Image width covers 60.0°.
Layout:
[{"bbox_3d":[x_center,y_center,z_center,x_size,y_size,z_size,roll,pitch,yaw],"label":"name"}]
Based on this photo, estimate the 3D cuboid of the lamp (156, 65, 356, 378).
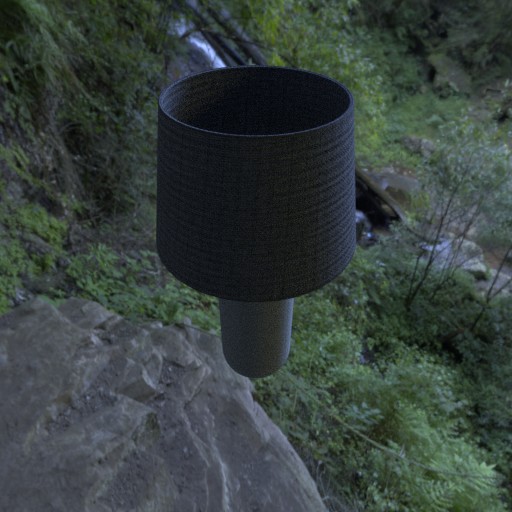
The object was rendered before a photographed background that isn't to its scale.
[{"bbox_3d":[0.000,0.000,0.591,0.251,0.429,0.251,0,40,0],"label":"lamp"}]
